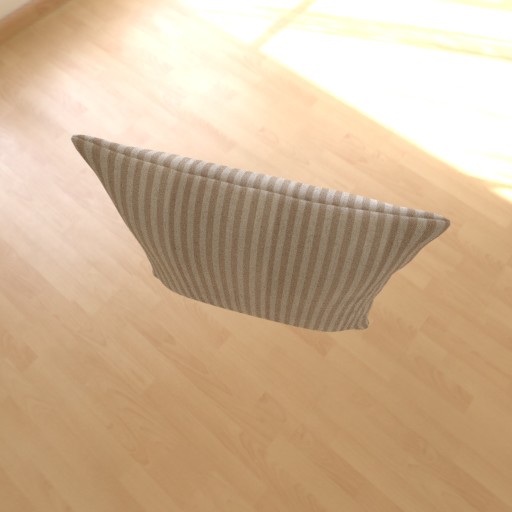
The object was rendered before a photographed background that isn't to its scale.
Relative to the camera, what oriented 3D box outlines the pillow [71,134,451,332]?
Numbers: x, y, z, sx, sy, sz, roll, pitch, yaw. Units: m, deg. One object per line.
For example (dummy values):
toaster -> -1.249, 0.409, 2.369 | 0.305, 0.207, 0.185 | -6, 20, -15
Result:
pillow -> 0.000, 0.000, 0.811 | 0.523, 0.510, 0.166 | 14, 66, 6
